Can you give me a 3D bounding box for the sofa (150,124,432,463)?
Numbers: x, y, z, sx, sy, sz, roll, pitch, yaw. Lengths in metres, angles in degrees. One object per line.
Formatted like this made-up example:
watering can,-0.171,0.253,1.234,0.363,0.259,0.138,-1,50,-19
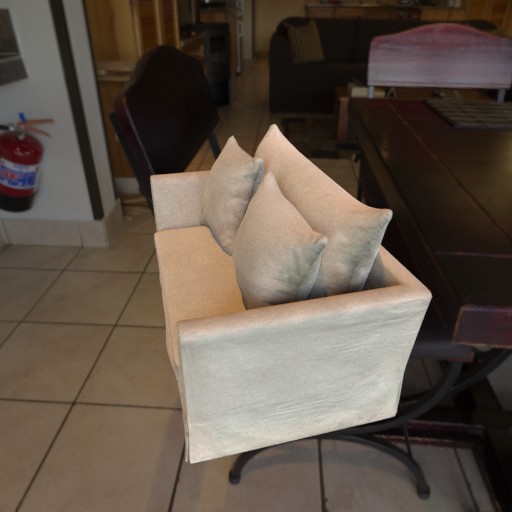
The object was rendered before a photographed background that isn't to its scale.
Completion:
sofa,0.000,0.000,2.341,1.035,1.040,1.608,-8,31,-13
